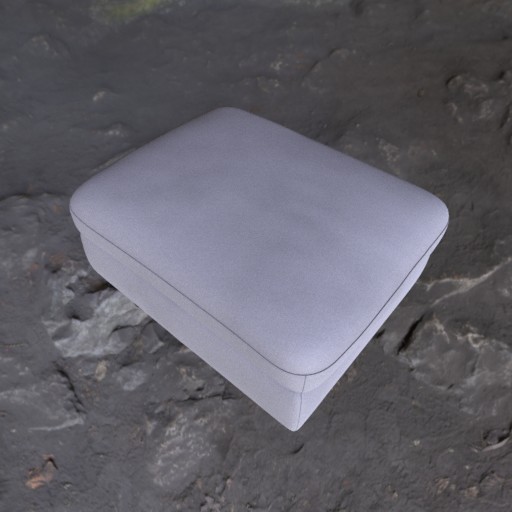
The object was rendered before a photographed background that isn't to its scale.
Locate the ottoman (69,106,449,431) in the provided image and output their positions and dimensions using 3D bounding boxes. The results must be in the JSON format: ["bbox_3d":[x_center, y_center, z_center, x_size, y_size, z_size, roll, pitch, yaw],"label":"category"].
[{"bbox_3d":[0.000,0.000,1.147,0.747,0.478,0.593,31,54,26],"label":"ottoman"}]
